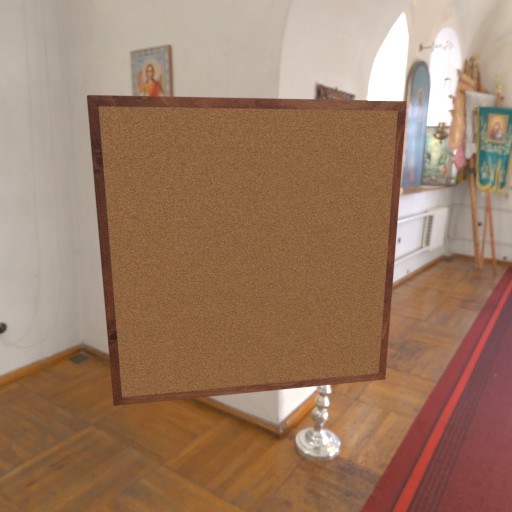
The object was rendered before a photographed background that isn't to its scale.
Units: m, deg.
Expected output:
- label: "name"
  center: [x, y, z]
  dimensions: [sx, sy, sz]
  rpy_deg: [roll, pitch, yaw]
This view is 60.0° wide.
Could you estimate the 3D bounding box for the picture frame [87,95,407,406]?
- label: "picture frame"
  center: [0.000, 0.000, 1.216]
  dimensions: [0.810, 0.817, 0.029]
  rpy_deg: [-2, 14, -10]
